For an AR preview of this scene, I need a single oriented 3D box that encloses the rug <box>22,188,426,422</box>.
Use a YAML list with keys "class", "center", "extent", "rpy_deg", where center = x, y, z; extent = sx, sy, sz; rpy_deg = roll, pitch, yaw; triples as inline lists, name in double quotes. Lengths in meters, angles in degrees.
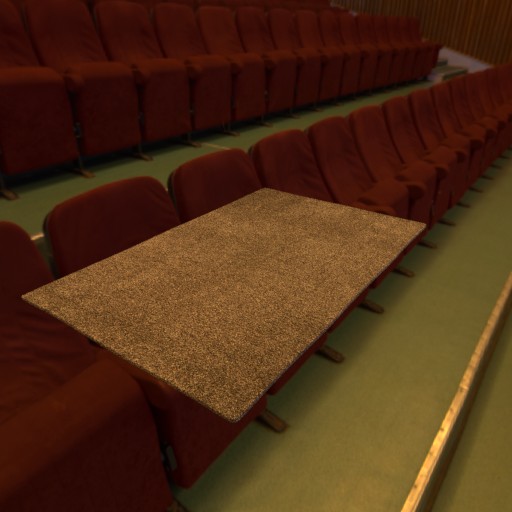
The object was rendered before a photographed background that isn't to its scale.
- class: "rug"
  center: [0.000, 0.000, 2.902]
  extent: [1.501, 0.025, 2.352]
  rpy_deg: [18, 32, 32]
